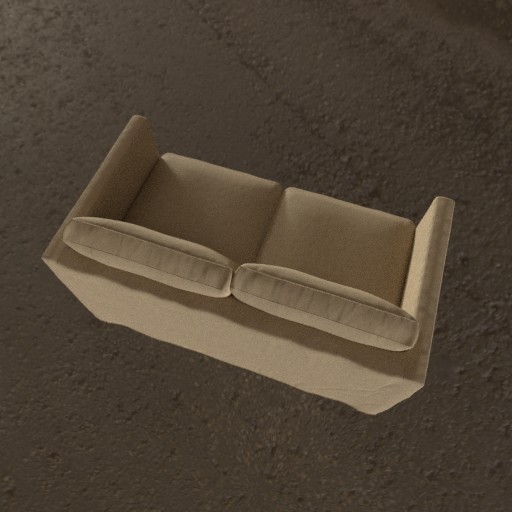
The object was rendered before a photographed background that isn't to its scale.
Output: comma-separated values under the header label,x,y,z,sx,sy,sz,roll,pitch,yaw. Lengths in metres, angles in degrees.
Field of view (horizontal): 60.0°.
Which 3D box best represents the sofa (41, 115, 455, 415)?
label,x,y,z,sx,sy,sz,roll,pitch,yaw
sofa,0.000,0.000,2.276,1.719,0.835,0.962,17,63,9
